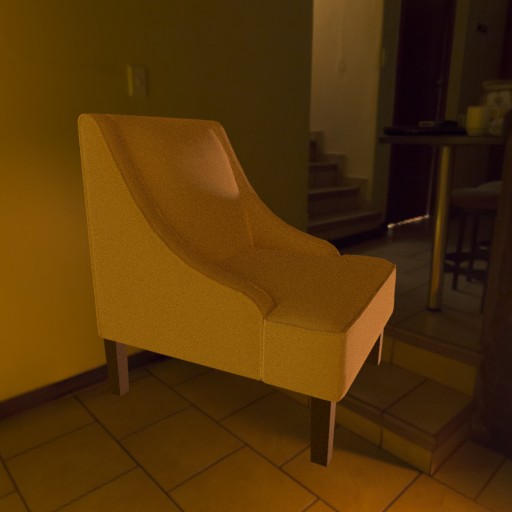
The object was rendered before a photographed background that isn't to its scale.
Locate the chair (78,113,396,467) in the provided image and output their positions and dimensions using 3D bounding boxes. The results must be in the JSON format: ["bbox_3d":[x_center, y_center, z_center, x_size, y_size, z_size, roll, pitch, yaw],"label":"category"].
[{"bbox_3d":[0.000,0.000,1.462,0.806,0.886,0.689,8,17,26],"label":"chair"}]
